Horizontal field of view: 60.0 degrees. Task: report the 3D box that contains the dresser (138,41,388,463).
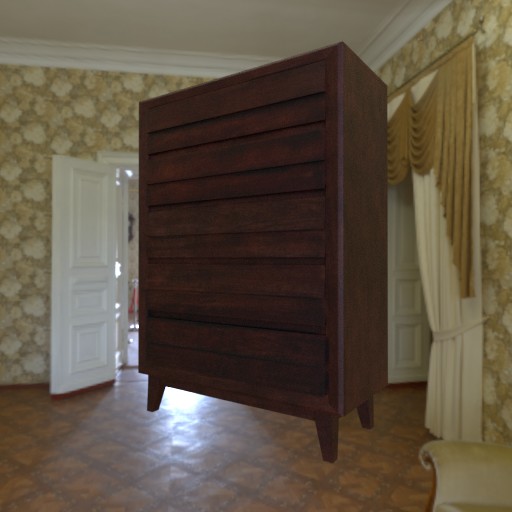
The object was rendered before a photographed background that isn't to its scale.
[{"bbox_3d":[0.000,0.000,2.063,1.072,1.514,0.506,0,-1,35],"label":"dresser"}]
